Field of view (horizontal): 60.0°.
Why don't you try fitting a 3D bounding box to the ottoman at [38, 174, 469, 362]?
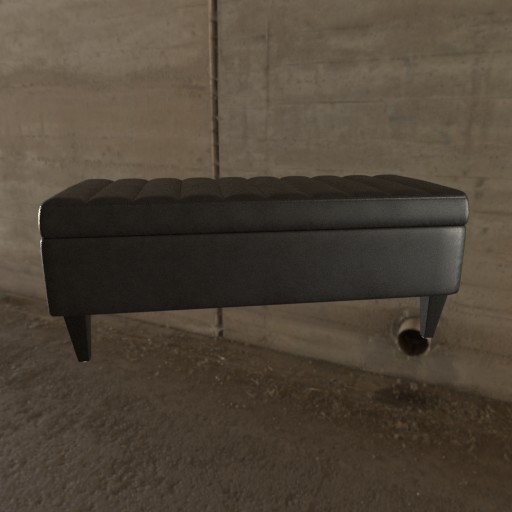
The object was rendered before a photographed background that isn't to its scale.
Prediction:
[{"bbox_3d":[0.000,0.000,1.421,1.151,0.469,0.482,-2,16,-8],"label":"ottoman"}]
